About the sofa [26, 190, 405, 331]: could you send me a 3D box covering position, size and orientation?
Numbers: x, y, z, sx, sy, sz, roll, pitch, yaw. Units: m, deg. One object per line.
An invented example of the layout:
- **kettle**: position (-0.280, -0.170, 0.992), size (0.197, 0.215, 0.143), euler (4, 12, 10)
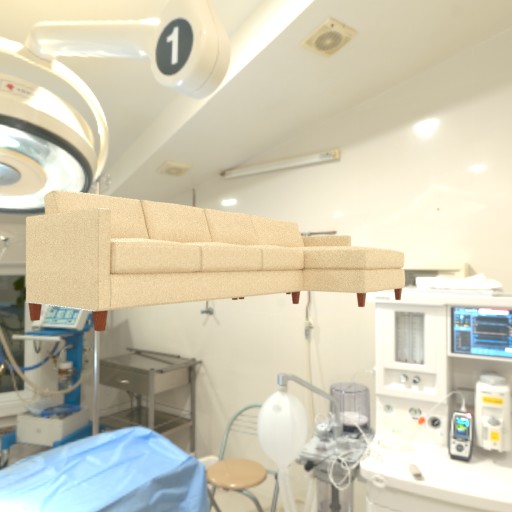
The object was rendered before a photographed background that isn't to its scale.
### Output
- **sofa**: position (0.000, 0.000, 4.081), size (1.603, 0.954, 3.471), euler (-1, -1, 37)
